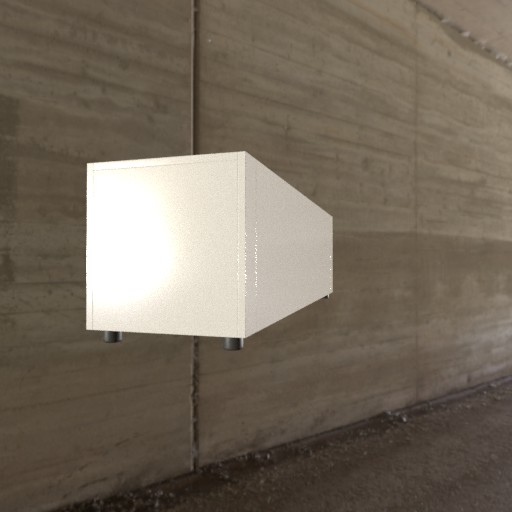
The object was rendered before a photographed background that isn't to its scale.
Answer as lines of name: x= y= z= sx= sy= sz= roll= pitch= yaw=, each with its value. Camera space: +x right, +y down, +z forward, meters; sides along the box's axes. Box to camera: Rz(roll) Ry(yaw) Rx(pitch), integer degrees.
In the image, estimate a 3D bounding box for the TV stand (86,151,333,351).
TV stand: x=0.000 y=0.000 z=1.744 sx=0.410 sy=0.440 sz=1.500 roll=0 pitch=-1 yaw=17
